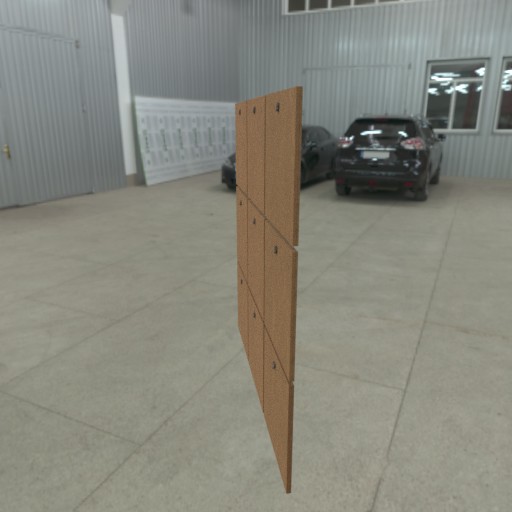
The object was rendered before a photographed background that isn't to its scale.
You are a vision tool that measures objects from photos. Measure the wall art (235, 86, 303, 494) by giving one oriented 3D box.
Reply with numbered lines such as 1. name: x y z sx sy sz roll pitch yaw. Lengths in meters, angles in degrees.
1. wall art: 0.000 0.000 1.357 0.018 0.913 0.915 -3 17 -9
